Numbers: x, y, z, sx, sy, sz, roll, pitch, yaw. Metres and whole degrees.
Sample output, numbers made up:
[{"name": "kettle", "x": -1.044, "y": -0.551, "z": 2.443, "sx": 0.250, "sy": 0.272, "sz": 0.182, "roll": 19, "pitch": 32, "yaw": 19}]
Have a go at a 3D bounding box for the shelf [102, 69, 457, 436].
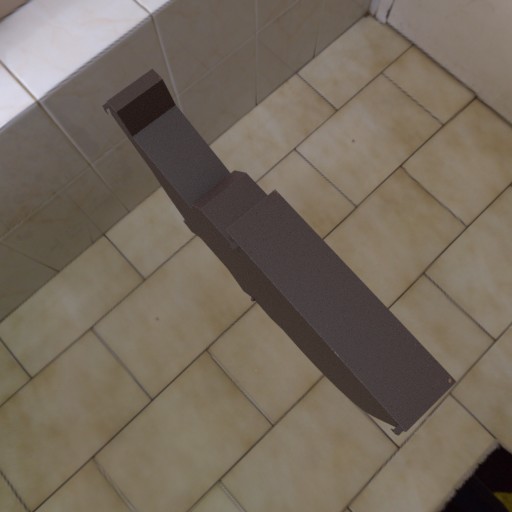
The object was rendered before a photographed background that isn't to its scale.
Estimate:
[{"name": "shelf", "x": 0.000, "y": 0.000, "z": 0.893, "sx": 0.112, "sy": 0.439, "sz": 0.729, "roll": -40, "pitch": 79, "yaw": -9}]
